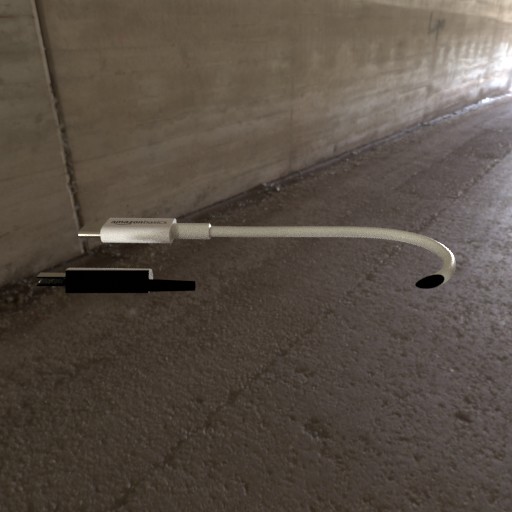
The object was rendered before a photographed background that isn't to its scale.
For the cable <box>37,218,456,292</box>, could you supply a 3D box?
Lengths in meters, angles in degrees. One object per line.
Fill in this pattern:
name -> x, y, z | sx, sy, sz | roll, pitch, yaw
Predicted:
cable -> 0.000, 0.000, 0.111 | 0.098, 0.005, 0.041 | 1, 27, 1
